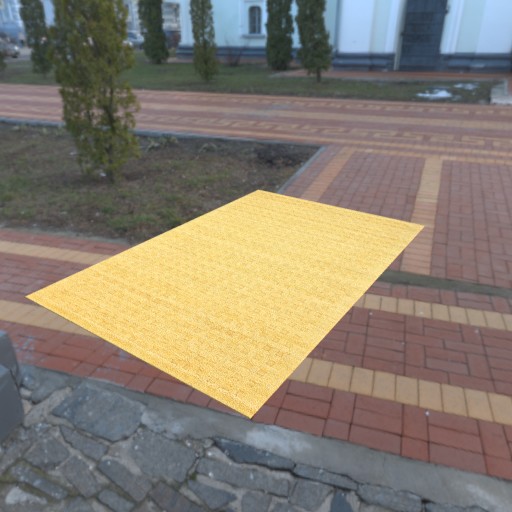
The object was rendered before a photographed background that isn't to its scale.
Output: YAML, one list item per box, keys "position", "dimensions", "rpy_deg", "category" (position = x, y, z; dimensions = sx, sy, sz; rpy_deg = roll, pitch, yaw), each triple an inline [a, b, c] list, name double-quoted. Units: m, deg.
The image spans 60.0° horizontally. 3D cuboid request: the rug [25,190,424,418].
- position: [0.000, 0.000, 2.905]
  dimensions: [1.524, 0.006, 2.286]
  rpy_deg: [17, 31, 31]
  category: "rug"
